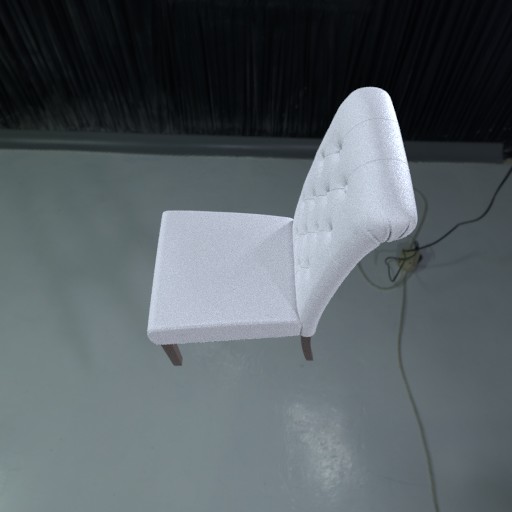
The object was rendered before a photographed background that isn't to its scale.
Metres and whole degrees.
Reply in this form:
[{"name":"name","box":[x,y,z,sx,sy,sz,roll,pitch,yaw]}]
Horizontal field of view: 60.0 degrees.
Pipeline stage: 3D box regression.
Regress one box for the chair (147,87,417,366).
[{"name":"chair","box":[0.000,0.000,1.399,0.671,1.006,0.456,0,59,0]}]
